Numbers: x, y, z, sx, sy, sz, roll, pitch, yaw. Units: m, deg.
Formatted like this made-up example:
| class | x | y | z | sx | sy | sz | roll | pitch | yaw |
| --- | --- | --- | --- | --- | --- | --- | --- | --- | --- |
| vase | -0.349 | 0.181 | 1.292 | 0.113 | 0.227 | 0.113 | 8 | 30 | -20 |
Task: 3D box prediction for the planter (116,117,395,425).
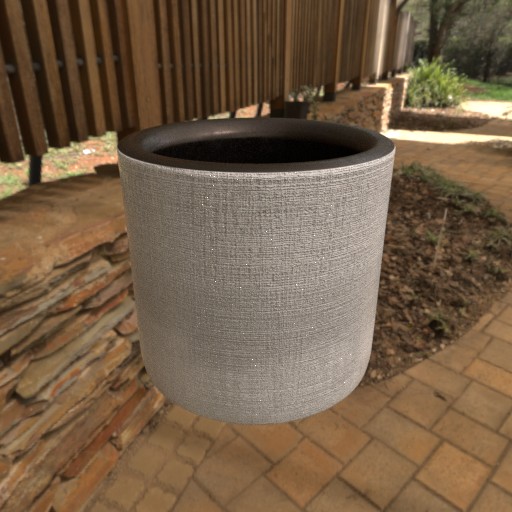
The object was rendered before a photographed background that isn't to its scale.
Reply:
| class | x | y | z | sx | sy | sz | roll | pitch | yaw |
| --- | --- | --- | --- | --- | --- | --- | --- | --- | --- |
| planter | 0.000 | 0.000 | 0.291 | 0.160 | 0.156 | 0.160 | 0 | 25 | 0 |
